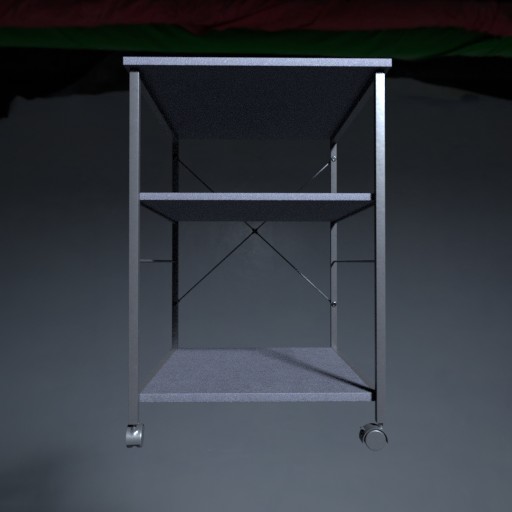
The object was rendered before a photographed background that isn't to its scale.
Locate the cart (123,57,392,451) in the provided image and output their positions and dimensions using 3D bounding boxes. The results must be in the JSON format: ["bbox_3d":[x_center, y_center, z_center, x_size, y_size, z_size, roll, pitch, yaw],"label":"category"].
[{"bbox_3d":[0.000,0.000,1.114,0.521,0.762,0.520,0,-1,-1],"label":"cart"}]
